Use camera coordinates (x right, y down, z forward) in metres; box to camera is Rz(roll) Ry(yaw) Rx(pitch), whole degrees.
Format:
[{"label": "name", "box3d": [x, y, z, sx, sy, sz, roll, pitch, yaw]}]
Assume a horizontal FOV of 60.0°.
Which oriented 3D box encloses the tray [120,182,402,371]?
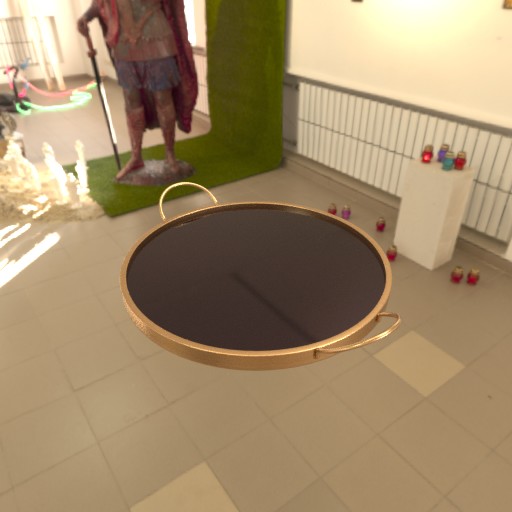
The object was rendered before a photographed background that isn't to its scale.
[{"label": "tray", "box3d": [0.000, 0.000, 0.732, 0.438, 0.069, 0.543, -22, 39, -30]}]
